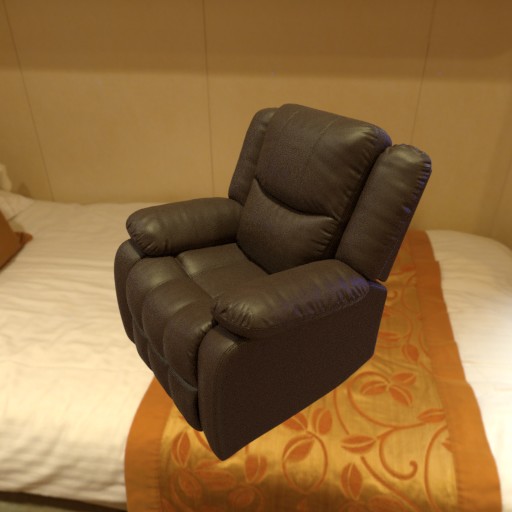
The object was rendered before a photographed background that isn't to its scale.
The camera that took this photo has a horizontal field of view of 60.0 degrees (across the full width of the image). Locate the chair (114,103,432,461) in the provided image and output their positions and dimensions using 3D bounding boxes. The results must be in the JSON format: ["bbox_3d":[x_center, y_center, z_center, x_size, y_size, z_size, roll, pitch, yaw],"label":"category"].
[{"bbox_3d":[0.000,0.000,1.720,0.934,1.009,0.899,-21,36,-31],"label":"chair"}]
